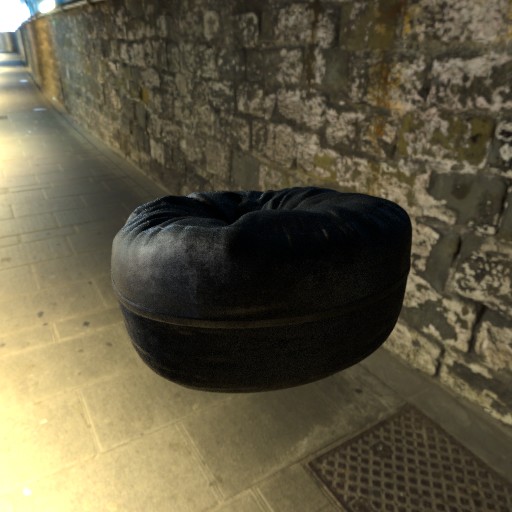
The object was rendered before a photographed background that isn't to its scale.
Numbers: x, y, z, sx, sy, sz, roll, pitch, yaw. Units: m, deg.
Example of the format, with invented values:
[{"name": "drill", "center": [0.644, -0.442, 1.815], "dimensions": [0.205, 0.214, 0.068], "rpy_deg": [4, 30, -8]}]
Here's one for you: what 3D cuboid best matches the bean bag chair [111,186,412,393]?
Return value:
[{"name": "bean bag chair", "center": [0.000, 0.000, 2.452], "dimensions": [1.524, 0.878, 1.524], "rpy_deg": [-8, 27, -16]}]
